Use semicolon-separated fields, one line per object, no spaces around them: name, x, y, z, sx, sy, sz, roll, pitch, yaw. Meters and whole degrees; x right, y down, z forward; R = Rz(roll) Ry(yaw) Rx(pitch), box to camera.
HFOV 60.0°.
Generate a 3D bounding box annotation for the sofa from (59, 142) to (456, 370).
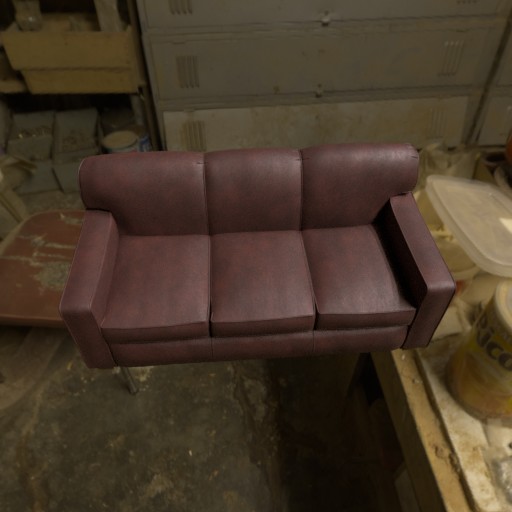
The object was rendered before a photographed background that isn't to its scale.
sofa;0.000;0.000;2.641;2.039;0.953;1.008;-3;46;-3
